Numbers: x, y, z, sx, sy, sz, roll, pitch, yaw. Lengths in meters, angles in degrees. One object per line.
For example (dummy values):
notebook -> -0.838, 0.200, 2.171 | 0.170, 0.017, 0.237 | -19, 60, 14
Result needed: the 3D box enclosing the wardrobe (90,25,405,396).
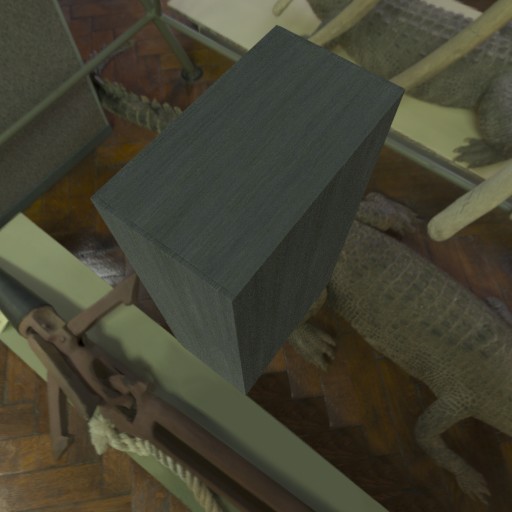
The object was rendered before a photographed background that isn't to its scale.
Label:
wardrobe -> 0.000, 0.000, 2.283 | 0.577, 1.808, 0.991 | 34, 69, 15
